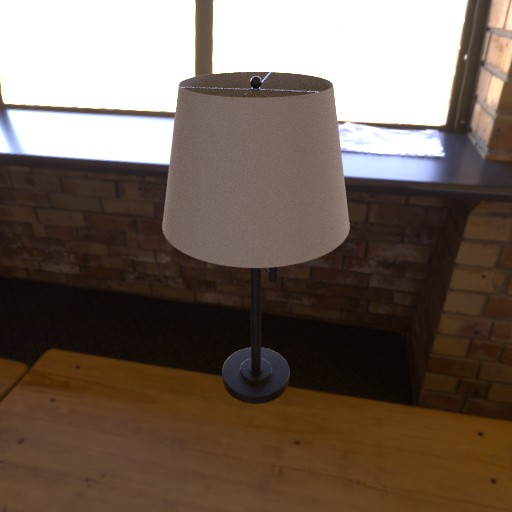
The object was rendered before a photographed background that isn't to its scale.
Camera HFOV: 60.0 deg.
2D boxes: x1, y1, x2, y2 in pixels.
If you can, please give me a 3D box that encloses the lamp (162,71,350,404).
[{"bbox_3d":[0.000,0.000,0.916,0.363,0.696,0.363,0,30,0],"label":"lamp"}]
